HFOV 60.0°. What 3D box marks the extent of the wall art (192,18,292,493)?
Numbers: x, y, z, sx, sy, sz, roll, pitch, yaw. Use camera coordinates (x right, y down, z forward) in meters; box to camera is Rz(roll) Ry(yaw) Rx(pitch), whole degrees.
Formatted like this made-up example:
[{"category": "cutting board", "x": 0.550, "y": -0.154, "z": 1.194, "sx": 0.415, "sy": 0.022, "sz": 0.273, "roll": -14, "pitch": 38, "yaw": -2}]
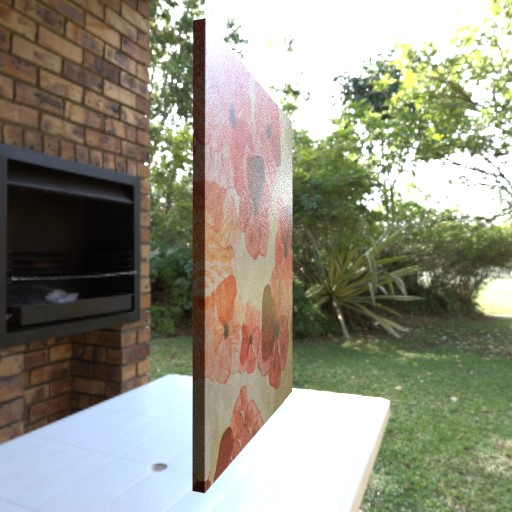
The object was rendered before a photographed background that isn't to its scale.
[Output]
[{"category": "wall art", "x": 0.000, "y": 0.000, "z": 1.309, "sx": 0.031, "sy": 1.015, "sz": 0.762, "roll": 0, "pitch": -1, "yaw": 19}]
